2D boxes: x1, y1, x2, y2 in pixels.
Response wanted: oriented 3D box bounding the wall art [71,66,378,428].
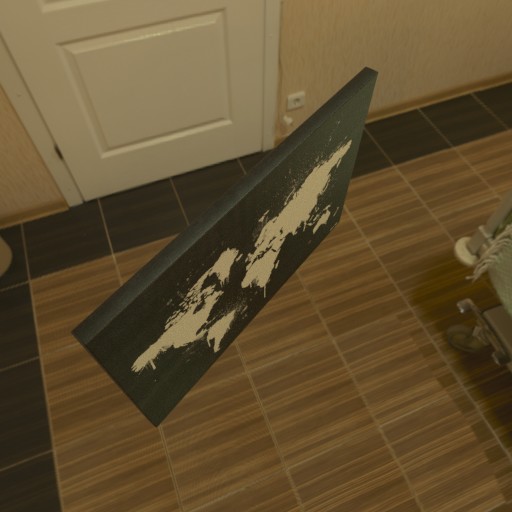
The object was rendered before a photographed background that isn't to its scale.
[{"bbox_3d":[0.000,0.000,1.159,0.038,0.612,0.912,34,63,20],"label":"wall art"}]
